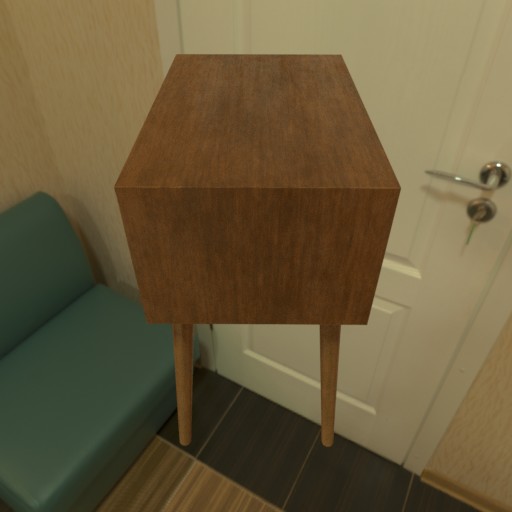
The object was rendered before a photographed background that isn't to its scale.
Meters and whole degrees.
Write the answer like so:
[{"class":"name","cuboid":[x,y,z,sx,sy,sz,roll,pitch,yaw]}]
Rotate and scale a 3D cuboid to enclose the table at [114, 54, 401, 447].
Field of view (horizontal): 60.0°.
[{"class":"table","cuboid":[0.000,0.000,0.825,0.307,0.580,0.454,0,41,0]}]
